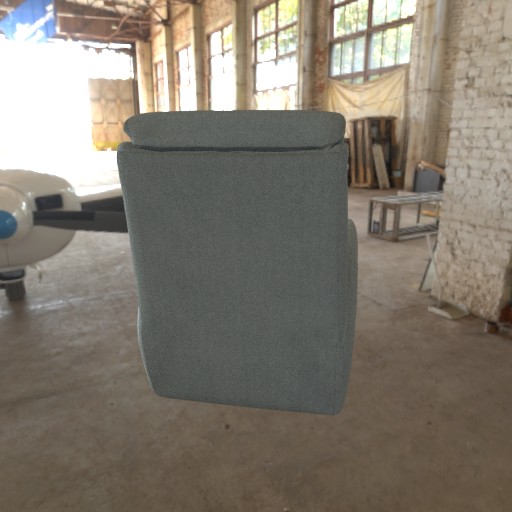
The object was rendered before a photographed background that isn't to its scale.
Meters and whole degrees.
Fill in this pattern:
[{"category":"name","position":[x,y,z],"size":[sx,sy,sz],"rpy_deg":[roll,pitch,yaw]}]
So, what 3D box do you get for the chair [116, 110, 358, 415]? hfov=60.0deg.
[{"category":"chair","position":[0.000,0.000,1.671],"size":[0.794,1.016,0.940],"rpy_deg":[3,16,10]}]
